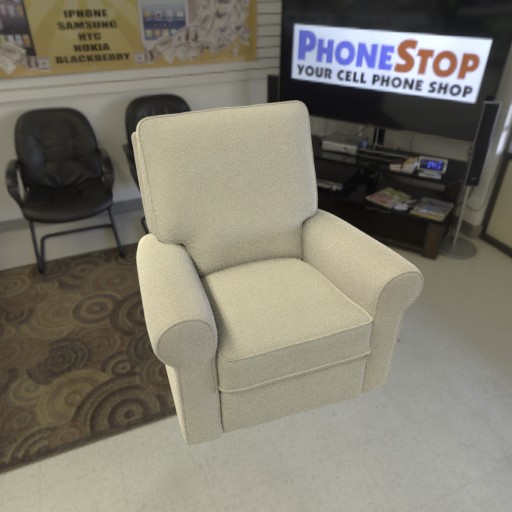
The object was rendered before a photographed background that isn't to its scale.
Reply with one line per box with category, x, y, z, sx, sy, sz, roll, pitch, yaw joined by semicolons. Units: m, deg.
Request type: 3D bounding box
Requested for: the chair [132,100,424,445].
chair;0.000;0.000;1.676;0.890;0.960;0.878;-11;35;-16
